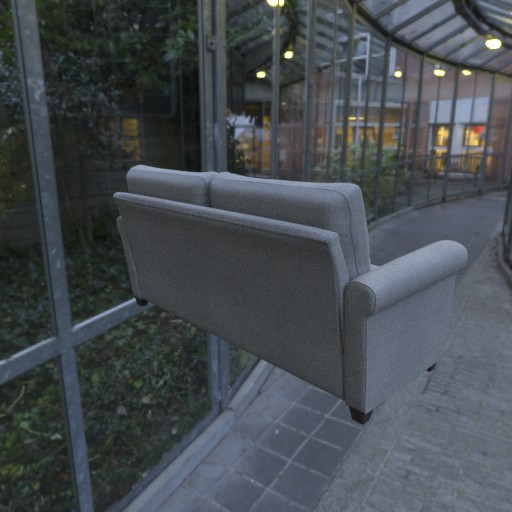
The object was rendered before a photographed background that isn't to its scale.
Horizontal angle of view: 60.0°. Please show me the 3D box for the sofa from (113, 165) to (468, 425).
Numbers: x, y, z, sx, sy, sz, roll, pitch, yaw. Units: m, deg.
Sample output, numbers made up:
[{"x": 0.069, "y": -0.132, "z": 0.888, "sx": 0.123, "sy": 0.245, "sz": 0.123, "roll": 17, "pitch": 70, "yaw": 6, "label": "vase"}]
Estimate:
[{"x": 0.000, "y": 0.000, "z": 2.447, "sx": 0.842, "sy": 0.942, "sz": 1.935, "roll": -14, "pitch": 20, "yaw": -41, "label": "sofa"}]
